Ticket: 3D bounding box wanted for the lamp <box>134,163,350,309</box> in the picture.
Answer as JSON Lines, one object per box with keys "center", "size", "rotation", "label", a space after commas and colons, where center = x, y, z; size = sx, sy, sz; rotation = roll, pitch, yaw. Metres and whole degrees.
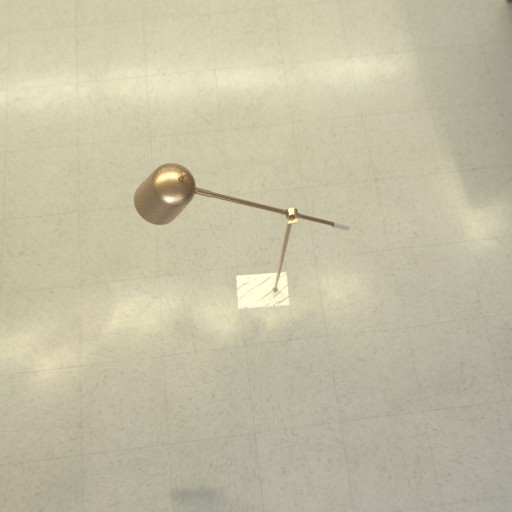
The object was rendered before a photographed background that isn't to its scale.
{"center": [0.000, 0.000, 1.827], "size": [0.653, 1.594, 0.194], "rotation": [-4, 75, -1], "label": "lamp"}
